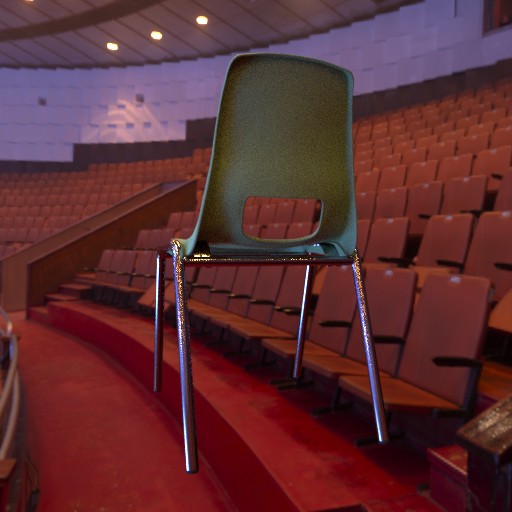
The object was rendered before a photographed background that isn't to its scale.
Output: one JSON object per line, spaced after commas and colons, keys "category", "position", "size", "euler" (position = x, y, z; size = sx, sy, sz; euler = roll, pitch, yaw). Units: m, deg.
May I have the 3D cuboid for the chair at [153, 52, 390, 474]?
{"category": "chair", "position": [0.000, 0.000, 0.915], "size": [0.381, 0.653, 0.436], "euler": [0, 1, -18]}
